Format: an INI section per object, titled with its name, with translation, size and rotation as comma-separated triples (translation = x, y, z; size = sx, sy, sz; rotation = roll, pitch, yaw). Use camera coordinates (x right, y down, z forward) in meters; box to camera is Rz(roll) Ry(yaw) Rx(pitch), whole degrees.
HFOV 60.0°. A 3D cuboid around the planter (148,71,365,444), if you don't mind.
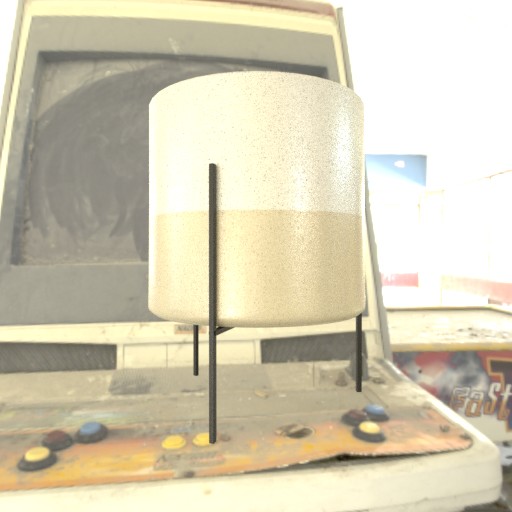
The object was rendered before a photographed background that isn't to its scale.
[planter]
translation = 0.000, 0.000, 0.748
size = 0.359, 0.484, 0.368
rotation = 0, 1, 18
